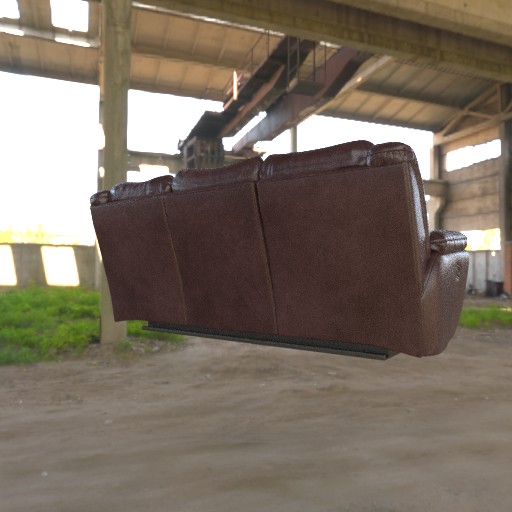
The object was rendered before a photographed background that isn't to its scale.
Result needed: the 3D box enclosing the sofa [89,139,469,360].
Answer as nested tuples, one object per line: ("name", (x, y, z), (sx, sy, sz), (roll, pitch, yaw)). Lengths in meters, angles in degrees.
("sofa", (0.000, 0.000, 2.824), (2.337, 1.043, 0.991), (-1, -2, 36))
